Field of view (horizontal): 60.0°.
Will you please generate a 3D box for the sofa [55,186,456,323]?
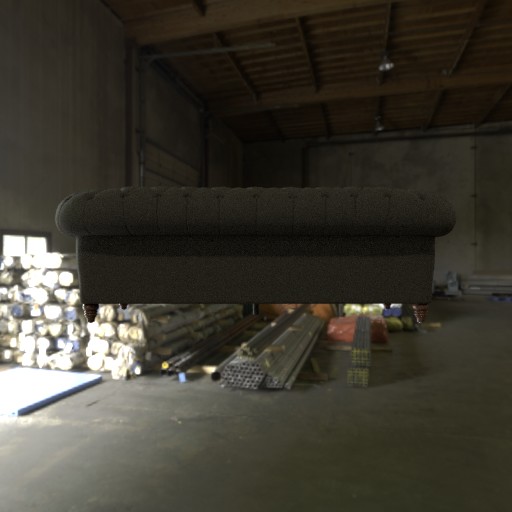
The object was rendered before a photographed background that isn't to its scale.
[{"bbox_3d":[0.000,0.000,2.735,2.362,0.762,0.991,0,0,0],"label":"sofa"}]
